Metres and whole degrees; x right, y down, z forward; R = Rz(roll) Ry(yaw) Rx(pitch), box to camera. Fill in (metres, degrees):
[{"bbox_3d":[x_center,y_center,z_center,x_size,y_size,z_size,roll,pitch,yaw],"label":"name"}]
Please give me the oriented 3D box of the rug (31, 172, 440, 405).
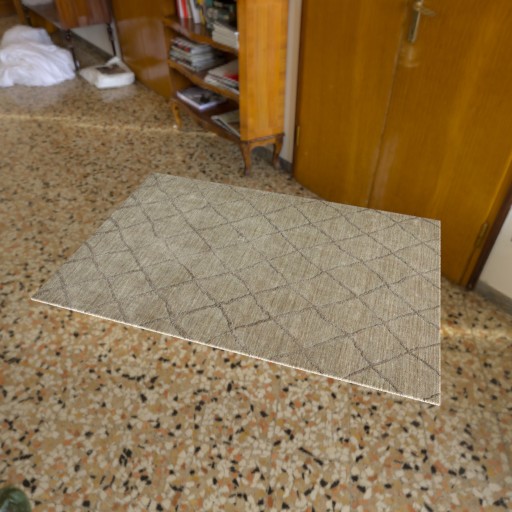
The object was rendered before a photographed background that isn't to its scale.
[{"bbox_3d":[0.000,0.000,2.877,2.280,0.015,1.521,12,42,13],"label":"rug"}]
